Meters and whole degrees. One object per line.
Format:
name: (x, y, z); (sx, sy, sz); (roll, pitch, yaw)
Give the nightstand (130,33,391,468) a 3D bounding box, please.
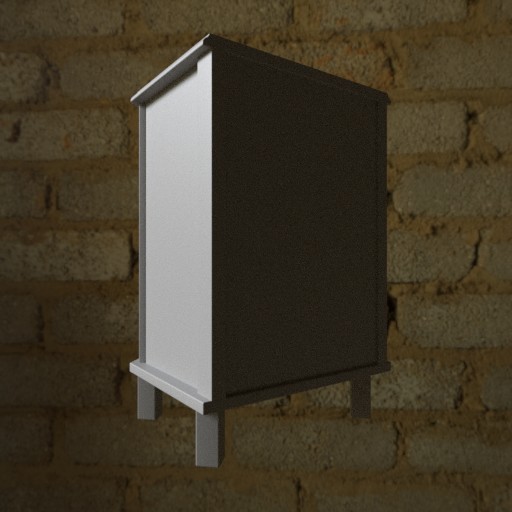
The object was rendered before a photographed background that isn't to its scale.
nightstand: (0.000, 0.000, 0.943); (0.450, 0.680, 0.350); (0, 0, -36)
